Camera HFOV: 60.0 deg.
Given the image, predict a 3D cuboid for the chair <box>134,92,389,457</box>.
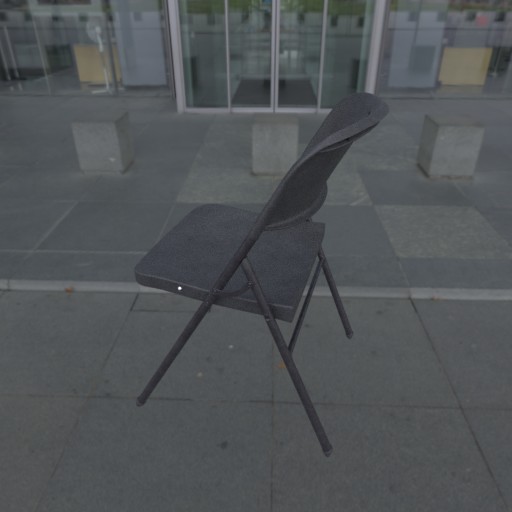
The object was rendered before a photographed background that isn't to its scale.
[{"bbox_3d":[0.000,0.000,1.176,0.567,0.810,0.494,9,32,15],"label":"chair"}]
